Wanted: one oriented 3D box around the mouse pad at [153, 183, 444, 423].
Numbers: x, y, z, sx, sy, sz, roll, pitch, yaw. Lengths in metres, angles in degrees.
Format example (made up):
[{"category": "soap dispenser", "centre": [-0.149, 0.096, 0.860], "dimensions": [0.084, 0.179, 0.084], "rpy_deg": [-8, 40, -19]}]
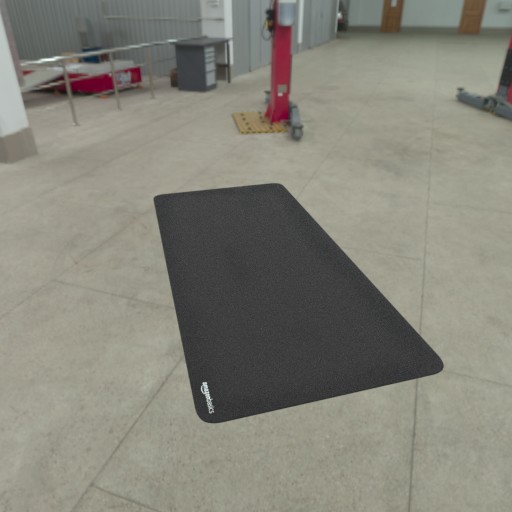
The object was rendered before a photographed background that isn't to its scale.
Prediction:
[{"category": "mouse pad", "centre": [0.000, 0.000, 1.067], "dimensions": [0.424, 0.003, 0.907], "rpy_deg": [-8, 31, -13]}]
